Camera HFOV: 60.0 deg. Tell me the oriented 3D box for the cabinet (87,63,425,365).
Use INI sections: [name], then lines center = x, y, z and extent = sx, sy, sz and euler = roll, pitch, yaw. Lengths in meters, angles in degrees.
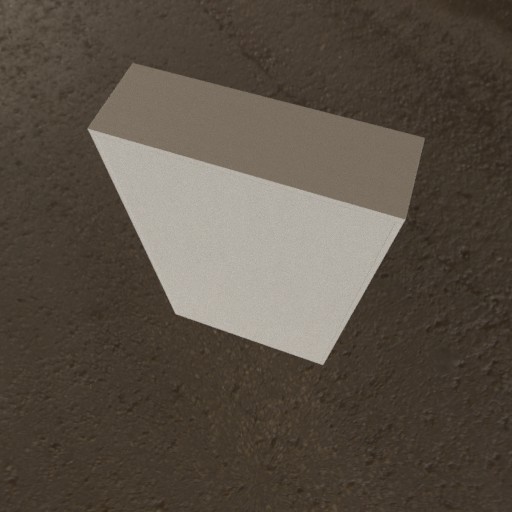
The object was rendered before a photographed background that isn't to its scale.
[cabinet]
center = 0.000, 0.000, 1.605
extent = 0.750, 1.280, 0.250
euler = 17, 64, 9
